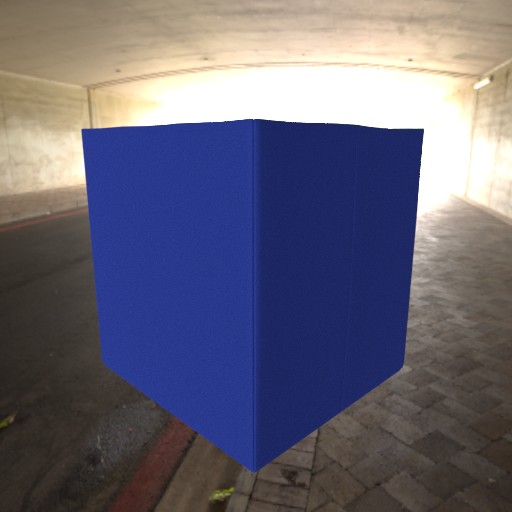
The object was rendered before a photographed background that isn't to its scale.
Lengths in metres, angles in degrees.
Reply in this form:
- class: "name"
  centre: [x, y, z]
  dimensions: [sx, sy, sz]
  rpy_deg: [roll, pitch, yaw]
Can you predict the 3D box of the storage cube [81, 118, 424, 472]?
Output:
- class: "storage cube"
  centre: [0.000, 0.000, 0.507]
  dimensions: [0.270, 0.280, 0.270]
  rpy_deg: [-13, 19, -43]
